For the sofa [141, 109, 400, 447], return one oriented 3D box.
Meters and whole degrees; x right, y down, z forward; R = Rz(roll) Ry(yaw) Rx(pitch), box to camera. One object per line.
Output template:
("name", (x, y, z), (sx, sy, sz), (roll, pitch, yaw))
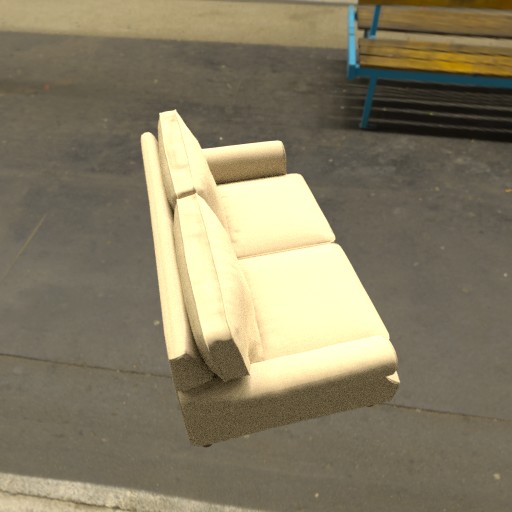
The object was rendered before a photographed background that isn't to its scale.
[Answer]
("sofa", (0.000, 0.000, 2.256), (0.964, 0.937, 1.665), (-10, 46, -10))
